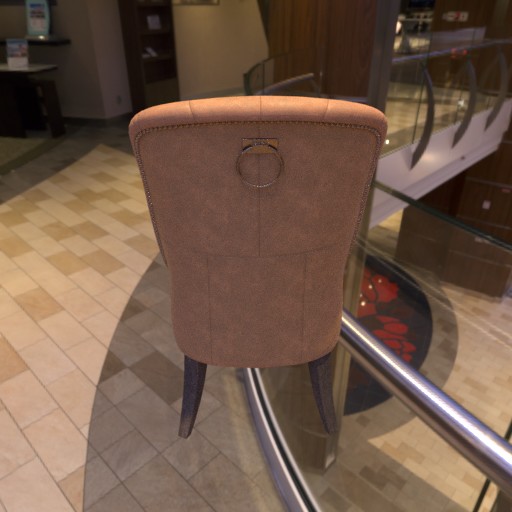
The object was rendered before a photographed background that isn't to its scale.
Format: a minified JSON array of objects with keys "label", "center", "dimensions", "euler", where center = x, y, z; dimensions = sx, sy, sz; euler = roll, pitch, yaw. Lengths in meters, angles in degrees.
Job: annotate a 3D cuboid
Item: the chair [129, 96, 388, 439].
[{"label":"chair","center":[0.000,0.000,1.449],"dimensions":[0.634,1.091,0.629],"euler":[-1,30,-2]}]
